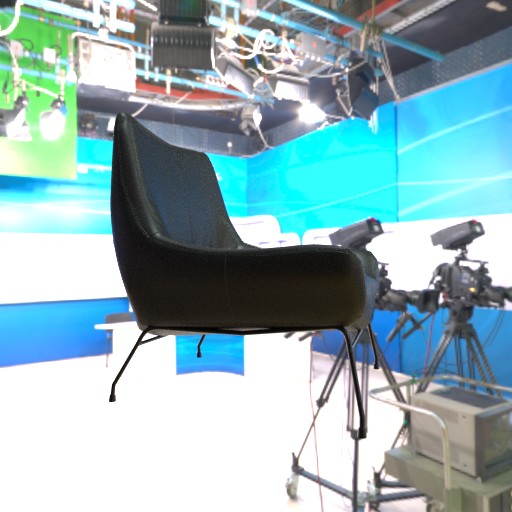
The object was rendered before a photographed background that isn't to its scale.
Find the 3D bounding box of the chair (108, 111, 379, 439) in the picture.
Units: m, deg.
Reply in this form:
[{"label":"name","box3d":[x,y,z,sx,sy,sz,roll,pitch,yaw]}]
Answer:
[{"label":"chair","box3d":[0.000,0.000,1.594,0.826,0.922,0.836,0,0,18]}]
